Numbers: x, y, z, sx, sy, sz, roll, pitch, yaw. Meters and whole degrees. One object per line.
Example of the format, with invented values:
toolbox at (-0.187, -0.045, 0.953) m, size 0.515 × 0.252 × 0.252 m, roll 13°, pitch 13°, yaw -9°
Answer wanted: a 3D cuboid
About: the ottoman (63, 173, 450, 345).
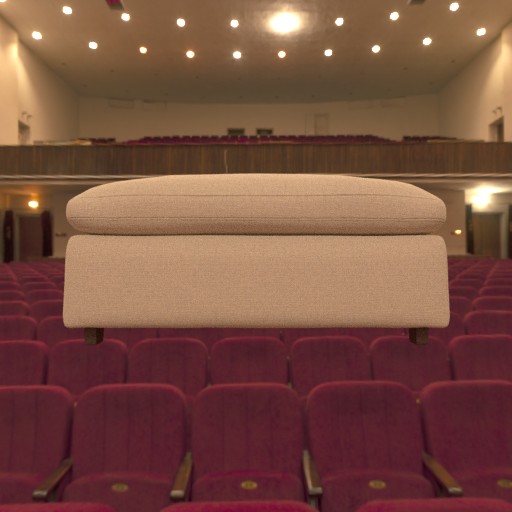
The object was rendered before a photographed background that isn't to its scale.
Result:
ottoman at (0.000, 0.000, 1.551) m, size 0.977 × 0.467 × 0.996 m, roll 0°, pitch -1°, yaw 0°
